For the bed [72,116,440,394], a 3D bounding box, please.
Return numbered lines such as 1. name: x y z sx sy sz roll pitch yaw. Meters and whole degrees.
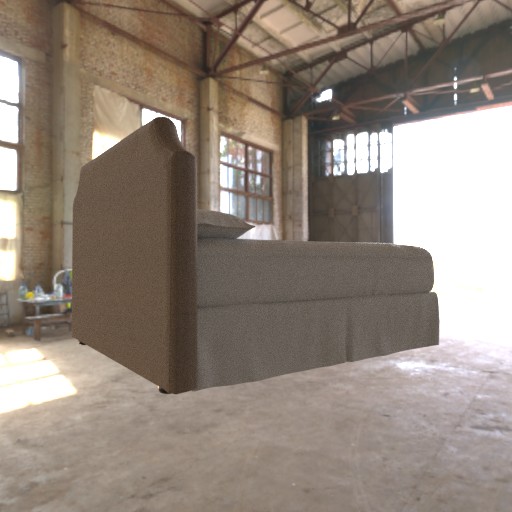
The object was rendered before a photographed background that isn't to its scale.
1. bed: 0.000 0.000 3.254 2.164 1.303 1.828 1 -1 -35
